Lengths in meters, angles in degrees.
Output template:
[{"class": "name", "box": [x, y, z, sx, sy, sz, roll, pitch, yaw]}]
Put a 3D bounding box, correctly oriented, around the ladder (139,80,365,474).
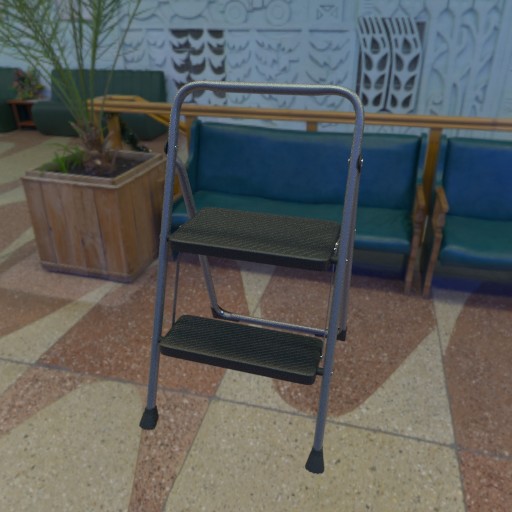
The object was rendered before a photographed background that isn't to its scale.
[{"class": "ladder", "box": [0.000, 0.000, 1.000, 0.430, 0.720, 0.472, 8, 28, 15]}]
